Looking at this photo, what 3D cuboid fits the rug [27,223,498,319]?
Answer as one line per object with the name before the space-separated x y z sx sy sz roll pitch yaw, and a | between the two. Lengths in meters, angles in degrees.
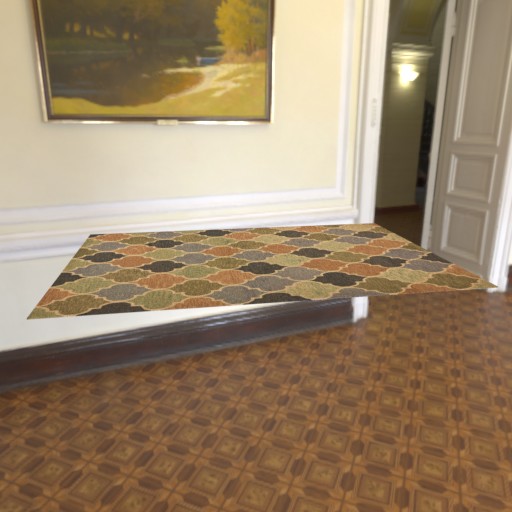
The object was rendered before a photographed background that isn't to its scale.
rug | 0.000 0.000 2.827 2.284 0.006 1.521 -3 17 -9
